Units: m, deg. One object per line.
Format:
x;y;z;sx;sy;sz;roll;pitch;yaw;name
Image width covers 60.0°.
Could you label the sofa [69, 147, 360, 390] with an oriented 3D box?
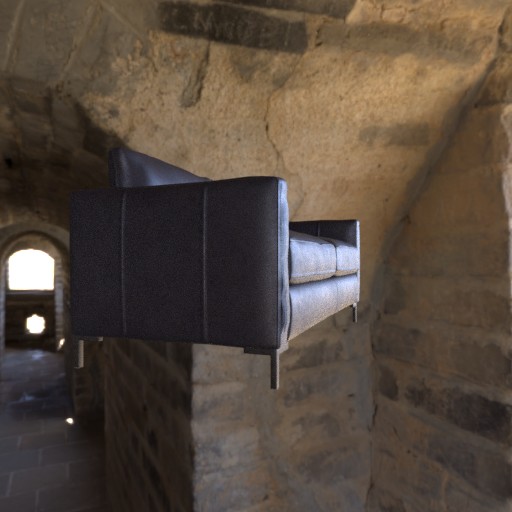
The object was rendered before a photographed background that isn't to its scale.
0.000;0.000;2.364;0.947;0.883;1.805;0;-1;19;sofa
